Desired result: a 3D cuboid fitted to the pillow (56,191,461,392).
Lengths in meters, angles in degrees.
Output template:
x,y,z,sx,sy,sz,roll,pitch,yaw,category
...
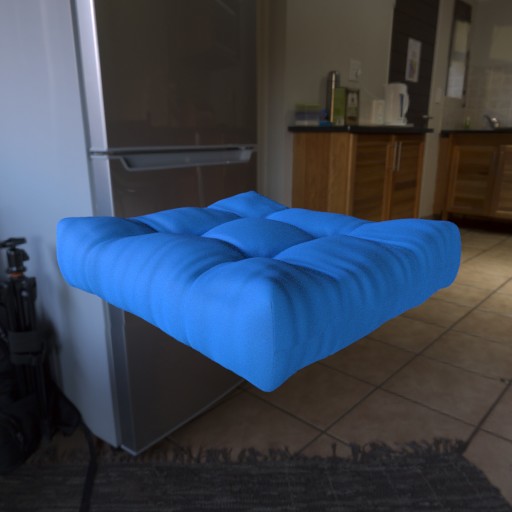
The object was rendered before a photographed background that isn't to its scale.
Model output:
x,y,z,sx,sy,sz,roll,pitch,yaw,category
0.000,0.000,0.716,0.468,0.128,0.490,-16,23,-43,pillow
